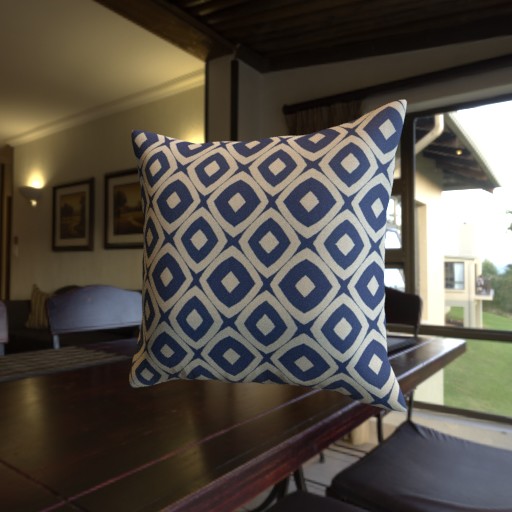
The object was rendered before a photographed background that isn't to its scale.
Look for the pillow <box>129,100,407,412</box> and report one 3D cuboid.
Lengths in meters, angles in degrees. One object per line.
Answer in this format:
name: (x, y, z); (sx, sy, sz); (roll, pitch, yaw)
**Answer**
pillow: (0.000, 0.000, 0.775); (0.504, 0.494, 0.188); (-1, -2, 17)
